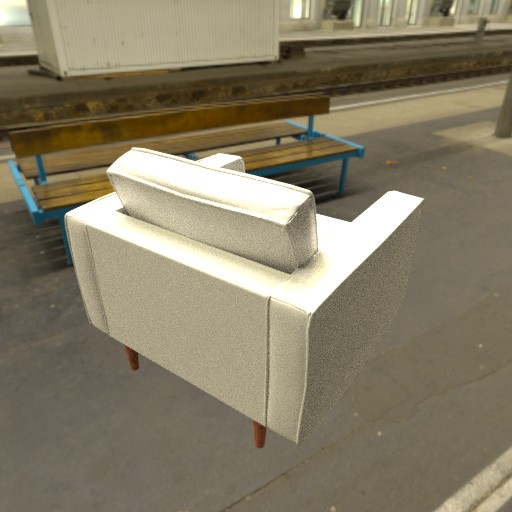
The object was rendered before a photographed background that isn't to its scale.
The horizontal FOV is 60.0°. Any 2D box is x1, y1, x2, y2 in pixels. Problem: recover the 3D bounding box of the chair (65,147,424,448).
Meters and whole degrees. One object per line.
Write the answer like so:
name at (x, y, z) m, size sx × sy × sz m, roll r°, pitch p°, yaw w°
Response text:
chair at (0.000, 0.000, 1.540) m, size 0.928 × 0.773 × 0.843 m, roll 20°, pitch 35°, yaw 30°
